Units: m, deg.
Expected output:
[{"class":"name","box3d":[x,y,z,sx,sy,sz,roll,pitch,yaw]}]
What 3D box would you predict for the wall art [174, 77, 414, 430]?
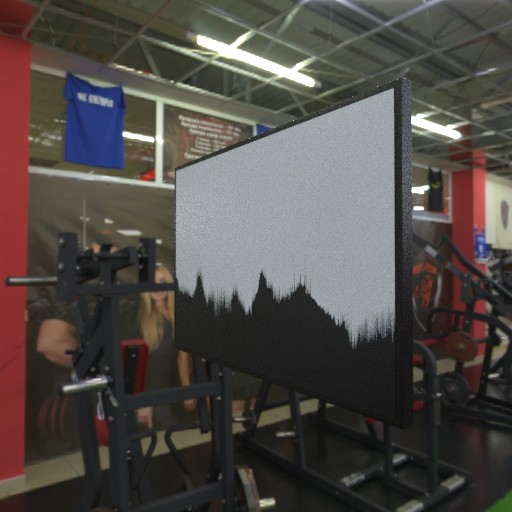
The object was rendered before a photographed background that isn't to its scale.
[{"class":"wall art","box3d":[0.000,0.000,0.832,0.022,0.446,0.659,1,-1,-36]}]
